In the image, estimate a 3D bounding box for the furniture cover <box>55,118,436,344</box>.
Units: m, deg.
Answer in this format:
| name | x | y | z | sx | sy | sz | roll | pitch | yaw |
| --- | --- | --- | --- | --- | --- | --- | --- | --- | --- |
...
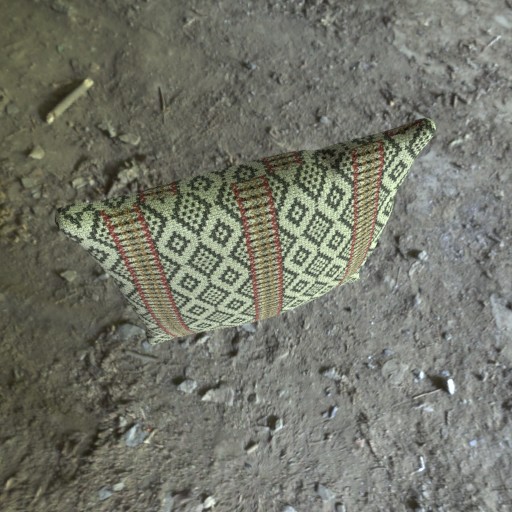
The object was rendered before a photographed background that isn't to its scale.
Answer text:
| name | x | y | z | sx | sy | sz | roll | pitch | yaw |
| --- | --- | --- | --- | --- | --- | --- | --- | --- | --- |
| furniture cover | 0.000 | 0.000 | 0.782 | 0.503 | 0.506 | 0.182 | -16 | 64 | -8 |
